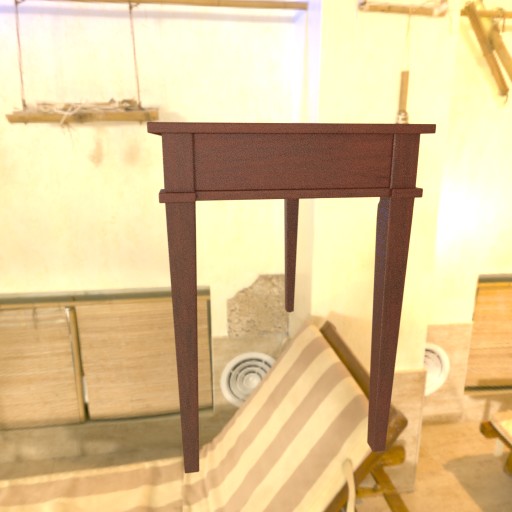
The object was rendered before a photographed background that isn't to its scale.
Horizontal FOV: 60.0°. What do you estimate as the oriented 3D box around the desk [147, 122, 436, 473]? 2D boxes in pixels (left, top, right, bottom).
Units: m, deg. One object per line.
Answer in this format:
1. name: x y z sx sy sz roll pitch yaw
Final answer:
1. desk: 0.000 0.000 1.390 0.549 0.762 1.001 -2 15 -9
